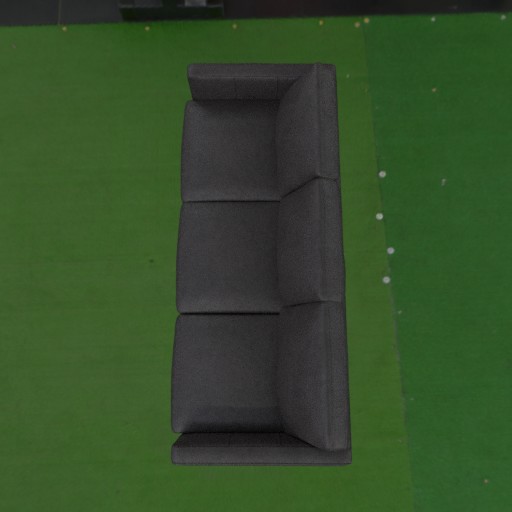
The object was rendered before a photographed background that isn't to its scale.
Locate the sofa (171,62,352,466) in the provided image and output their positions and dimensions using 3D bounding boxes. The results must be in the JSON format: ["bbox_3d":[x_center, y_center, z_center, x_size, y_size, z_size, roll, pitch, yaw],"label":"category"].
[{"bbox_3d":[0.000,0.000,2.936,1.045,1.006,2.464,0,77,0],"label":"sofa"}]
